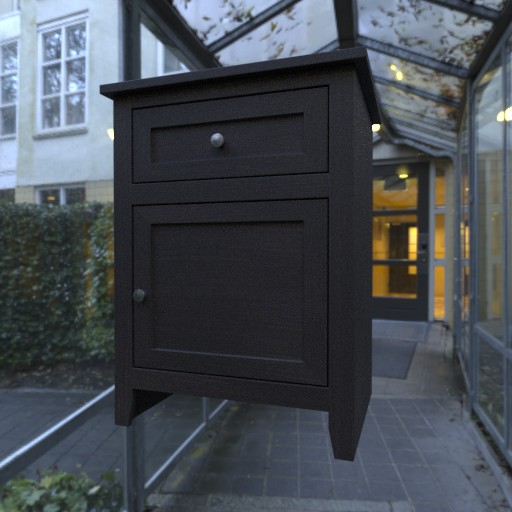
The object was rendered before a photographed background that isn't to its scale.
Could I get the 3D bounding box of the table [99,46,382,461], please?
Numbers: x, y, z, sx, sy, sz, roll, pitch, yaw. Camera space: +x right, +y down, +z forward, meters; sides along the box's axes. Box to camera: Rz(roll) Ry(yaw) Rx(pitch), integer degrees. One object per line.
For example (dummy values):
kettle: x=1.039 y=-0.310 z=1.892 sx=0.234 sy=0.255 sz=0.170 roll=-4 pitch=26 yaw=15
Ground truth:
table: x=0.000 y=0.000 z=0.924 sx=0.480 sy=0.635 sz=0.381 roll=0 pitch=1 yaw=19
